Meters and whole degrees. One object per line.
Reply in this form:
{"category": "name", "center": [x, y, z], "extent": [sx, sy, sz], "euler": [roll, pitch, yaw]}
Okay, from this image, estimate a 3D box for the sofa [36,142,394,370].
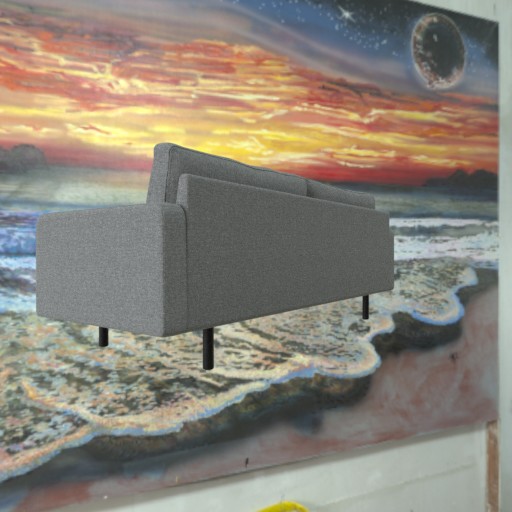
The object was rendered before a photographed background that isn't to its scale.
{"category": "sofa", "center": [0.000, 0.000, 2.596], "extent": [0.880, 0.880, 2.200], "euler": [1, 1, 37]}
